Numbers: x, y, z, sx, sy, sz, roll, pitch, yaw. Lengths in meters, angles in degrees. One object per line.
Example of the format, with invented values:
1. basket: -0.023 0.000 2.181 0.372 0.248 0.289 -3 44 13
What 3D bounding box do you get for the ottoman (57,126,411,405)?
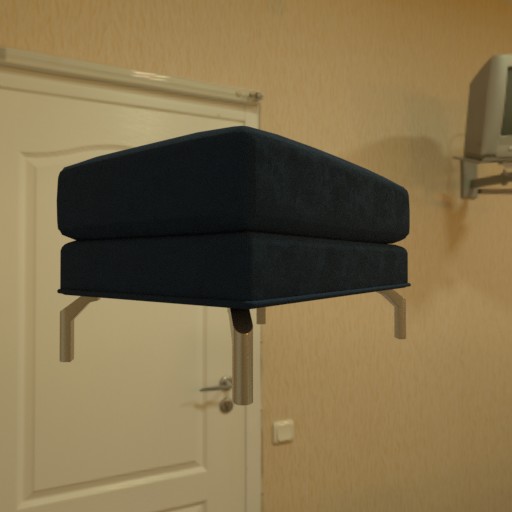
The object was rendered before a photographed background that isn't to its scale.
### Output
1. ottoman: 0.000 0.000 1.204 0.587 0.498 0.835 -1 -1 37
